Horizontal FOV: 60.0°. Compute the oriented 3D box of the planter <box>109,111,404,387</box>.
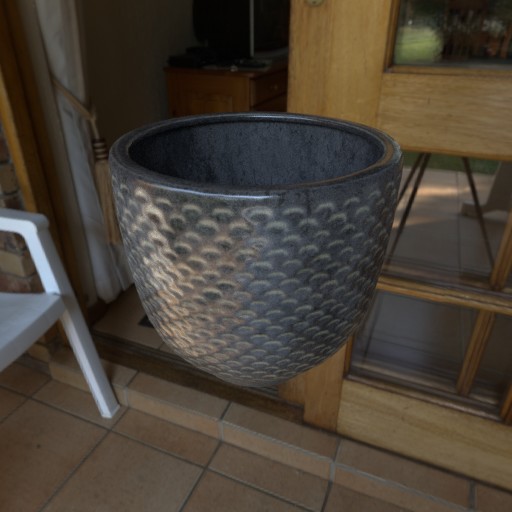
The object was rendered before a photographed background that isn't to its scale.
[{"bbox_3d":[0.000,0.000,0.305,0.172,0.160,0.172,0,30,0],"label":"planter"}]
